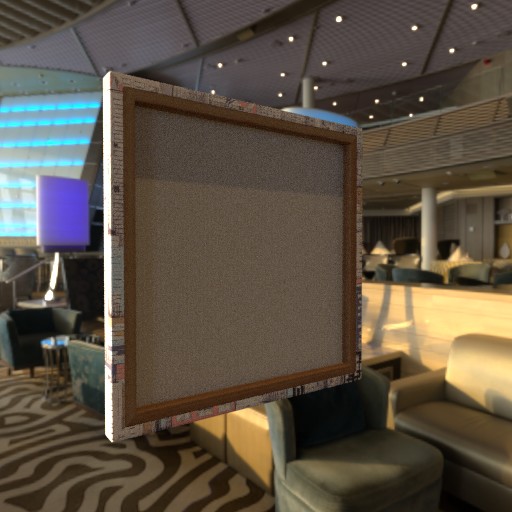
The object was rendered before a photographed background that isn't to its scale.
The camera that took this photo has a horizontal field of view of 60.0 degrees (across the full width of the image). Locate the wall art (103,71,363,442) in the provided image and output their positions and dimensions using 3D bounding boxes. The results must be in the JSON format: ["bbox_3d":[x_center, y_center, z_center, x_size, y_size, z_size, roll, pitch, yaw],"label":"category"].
[{"bbox_3d":[0.000,0.000,0.912,0.607,0.608,0.038,-1,1,-35],"label":"wall art"}]
